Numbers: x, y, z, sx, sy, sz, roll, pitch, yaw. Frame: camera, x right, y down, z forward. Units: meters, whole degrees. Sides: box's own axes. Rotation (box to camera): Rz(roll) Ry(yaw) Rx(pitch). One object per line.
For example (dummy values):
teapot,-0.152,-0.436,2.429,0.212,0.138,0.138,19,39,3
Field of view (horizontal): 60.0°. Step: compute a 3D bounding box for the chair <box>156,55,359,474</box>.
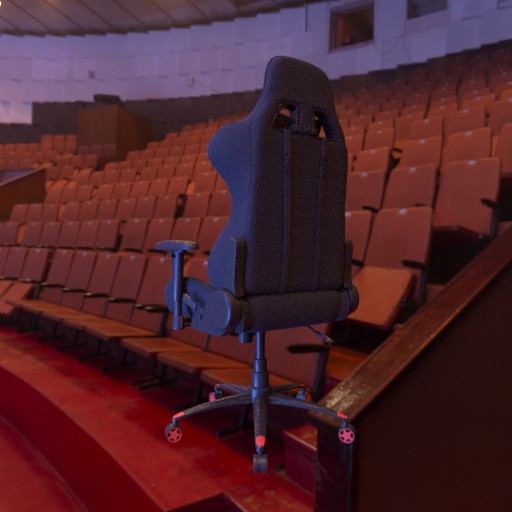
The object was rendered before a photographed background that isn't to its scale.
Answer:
chair,0.000,0.000,1.707,0.695,1.326,0.658,-1,1,-36
